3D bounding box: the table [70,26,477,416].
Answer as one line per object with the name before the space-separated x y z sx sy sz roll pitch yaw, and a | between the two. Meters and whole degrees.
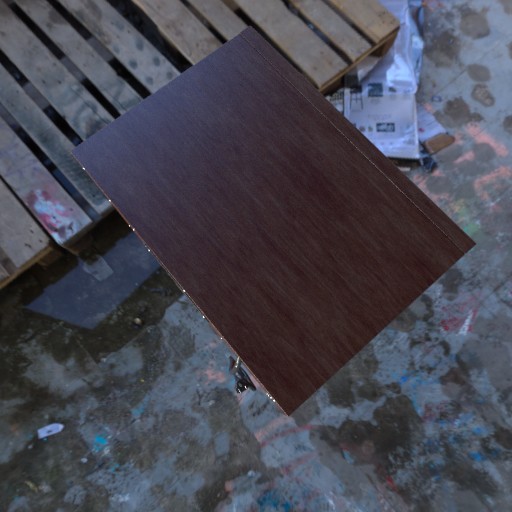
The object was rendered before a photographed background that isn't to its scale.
table | 0.000 0.000 1.016 0.449 0.609 0.557 -39 78 -10
